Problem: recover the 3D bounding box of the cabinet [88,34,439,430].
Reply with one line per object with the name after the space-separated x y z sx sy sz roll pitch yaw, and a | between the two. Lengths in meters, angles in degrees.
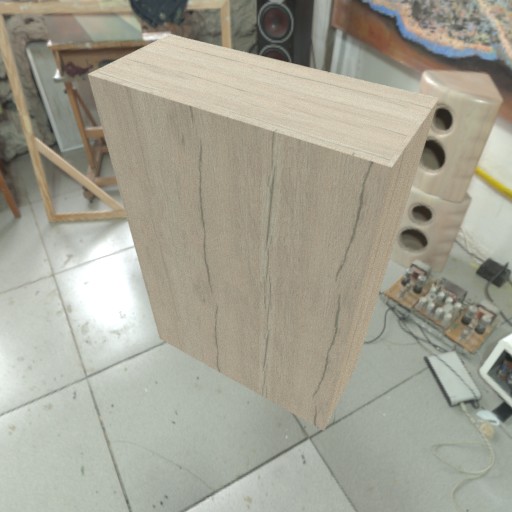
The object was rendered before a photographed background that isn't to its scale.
0.000 0.000 2.627 1.400 2.070 0.580 23 50 21 | cabinet
